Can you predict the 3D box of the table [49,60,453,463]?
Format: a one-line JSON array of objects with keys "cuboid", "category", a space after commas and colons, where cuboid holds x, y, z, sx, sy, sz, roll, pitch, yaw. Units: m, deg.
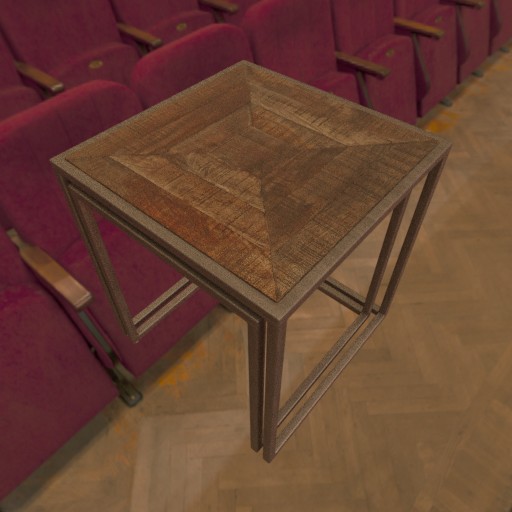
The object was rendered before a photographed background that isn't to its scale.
[{"cuboid": [0.000, 0.000, 0.876, 0.450, 0.500, 0.449, 32, 56, 26], "category": "table"}]
